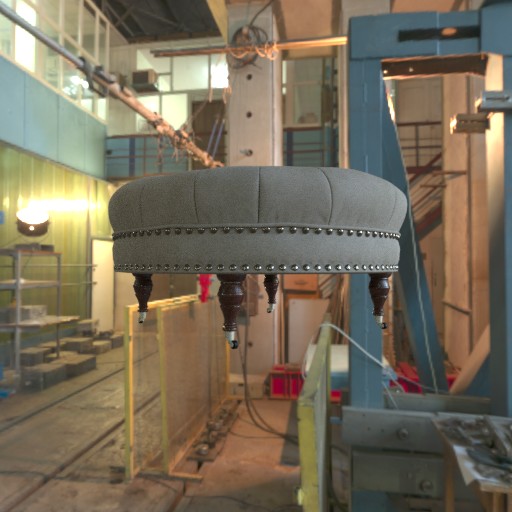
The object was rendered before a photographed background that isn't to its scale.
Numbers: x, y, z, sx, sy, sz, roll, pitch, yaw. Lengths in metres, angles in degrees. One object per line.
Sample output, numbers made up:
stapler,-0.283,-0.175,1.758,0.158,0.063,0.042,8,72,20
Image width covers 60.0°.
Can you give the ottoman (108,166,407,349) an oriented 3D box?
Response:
ottoman,0.000,0.000,1.386,0.901,0.439,0.901,0,-1,0
